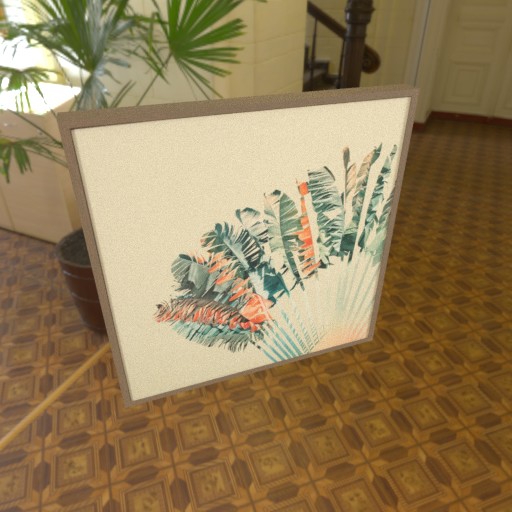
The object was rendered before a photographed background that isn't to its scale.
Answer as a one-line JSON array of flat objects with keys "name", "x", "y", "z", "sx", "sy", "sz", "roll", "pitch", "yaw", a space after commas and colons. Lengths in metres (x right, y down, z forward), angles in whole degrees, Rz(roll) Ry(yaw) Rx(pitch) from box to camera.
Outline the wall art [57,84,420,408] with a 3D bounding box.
[{"name": "wall art", "x": 0.000, "y": 0.000, "z": 0.741, "sx": 0.508, "sy": 0.506, "sz": 0.038, "roll": -11, "pitch": 34, "yaw": -17}]
